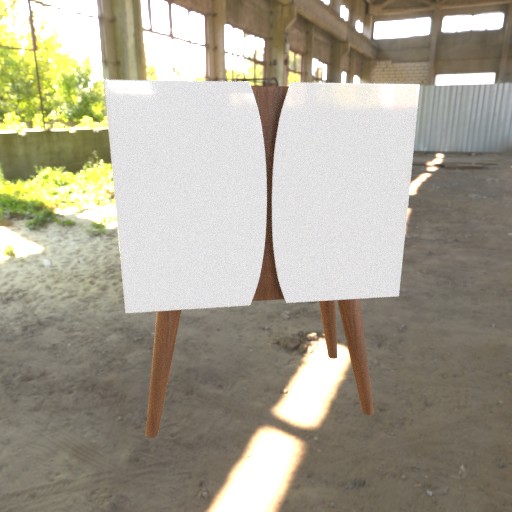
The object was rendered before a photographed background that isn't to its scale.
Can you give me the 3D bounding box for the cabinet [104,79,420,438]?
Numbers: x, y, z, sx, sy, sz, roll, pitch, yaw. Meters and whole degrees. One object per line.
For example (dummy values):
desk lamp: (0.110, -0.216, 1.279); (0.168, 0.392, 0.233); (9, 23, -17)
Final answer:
cabinet: (0.000, 0.000, 1.087); (0.591, 0.772, 0.344); (-3, 17, -9)
